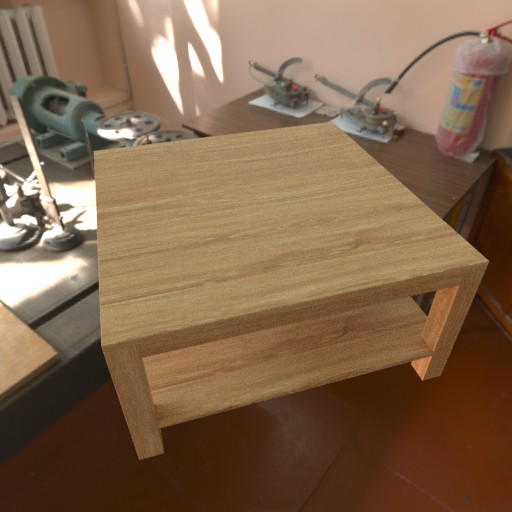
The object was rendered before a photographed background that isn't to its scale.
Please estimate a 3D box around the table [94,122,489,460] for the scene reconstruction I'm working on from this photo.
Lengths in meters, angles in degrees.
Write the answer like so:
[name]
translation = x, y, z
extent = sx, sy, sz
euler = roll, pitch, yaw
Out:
[table]
translation = 0.000, 0.000, 1.440
extent = 0.900, 0.450, 0.900
euler = -11, 40, -13
